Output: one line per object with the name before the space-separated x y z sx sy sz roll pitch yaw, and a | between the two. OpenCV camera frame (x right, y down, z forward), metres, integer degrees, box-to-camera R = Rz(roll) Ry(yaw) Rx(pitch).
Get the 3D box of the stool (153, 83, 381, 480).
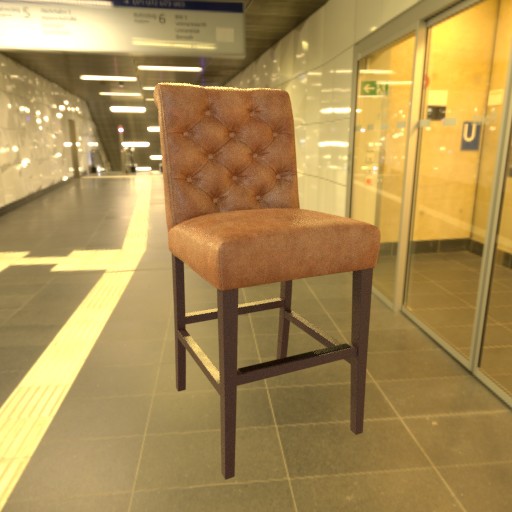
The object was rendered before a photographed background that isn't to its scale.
stool | 0.000 0.000 1.384 0.493 1.047 0.601 -7 16 -25
